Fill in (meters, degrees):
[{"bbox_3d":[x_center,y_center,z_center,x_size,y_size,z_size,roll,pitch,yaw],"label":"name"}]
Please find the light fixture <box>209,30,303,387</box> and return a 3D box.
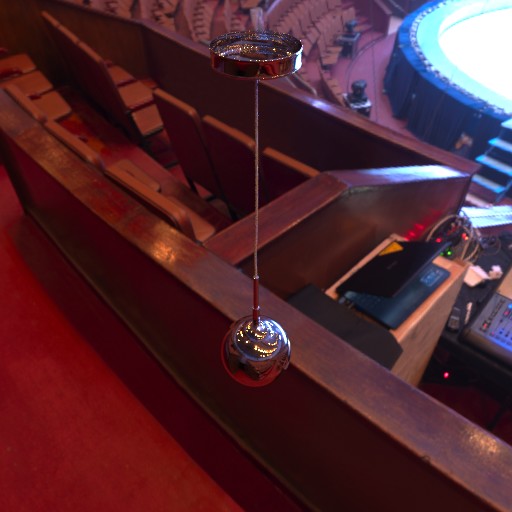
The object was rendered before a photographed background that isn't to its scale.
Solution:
[{"bbox_3d":[0.000,0.000,1.705,0.336,1.538,0.336,28,50,27],"label":"light fixture"}]
